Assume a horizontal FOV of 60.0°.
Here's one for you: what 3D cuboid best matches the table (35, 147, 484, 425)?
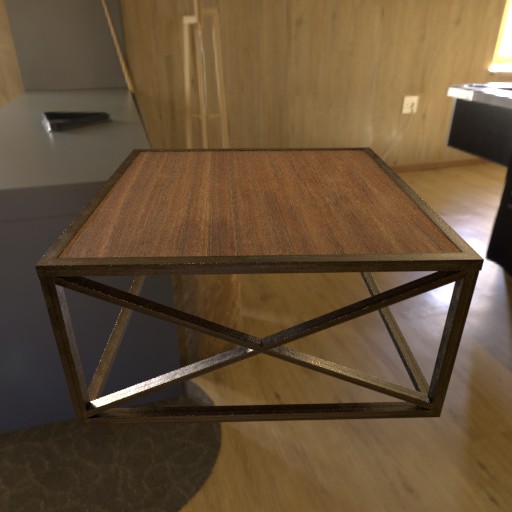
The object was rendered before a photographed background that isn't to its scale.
[{"bbox_3d":[0.000,0.000,1.392,0.899,0.451,0.909,-1,28,-1],"label":"table"}]
